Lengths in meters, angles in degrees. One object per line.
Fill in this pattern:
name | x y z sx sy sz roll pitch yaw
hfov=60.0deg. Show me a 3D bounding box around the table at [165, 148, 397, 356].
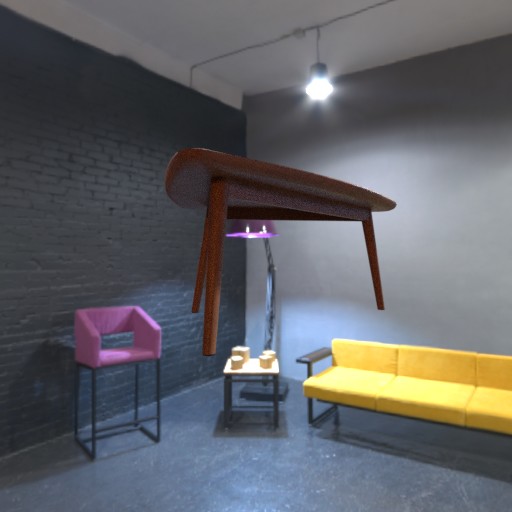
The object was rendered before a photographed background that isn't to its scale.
table | 0.000 0.000 1.290 0.601 0.365 1.008 0 0 36
